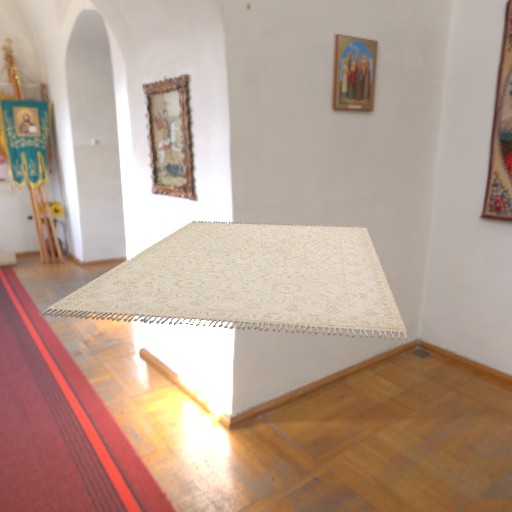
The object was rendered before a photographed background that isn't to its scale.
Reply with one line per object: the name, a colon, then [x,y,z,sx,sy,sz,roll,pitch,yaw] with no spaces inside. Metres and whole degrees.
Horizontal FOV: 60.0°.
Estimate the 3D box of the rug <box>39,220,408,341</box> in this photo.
rug: [0.000,0.000,2.263,1.223,0.015,1.771,2,15,9]
